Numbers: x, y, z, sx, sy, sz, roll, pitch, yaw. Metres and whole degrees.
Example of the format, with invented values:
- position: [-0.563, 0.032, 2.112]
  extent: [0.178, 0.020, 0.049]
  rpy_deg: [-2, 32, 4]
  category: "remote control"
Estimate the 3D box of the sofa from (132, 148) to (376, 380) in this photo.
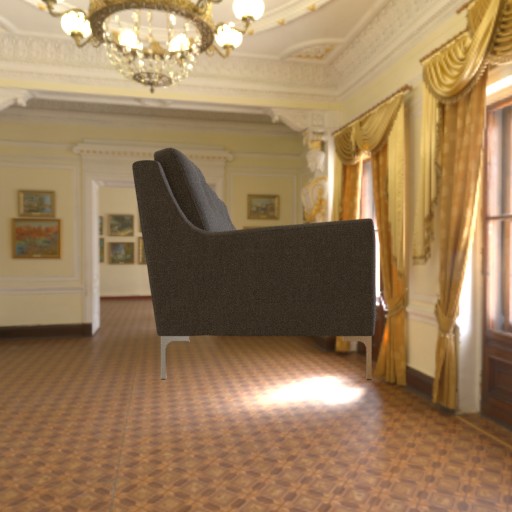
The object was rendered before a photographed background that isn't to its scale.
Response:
- position: [0.000, 0.000, 2.538]
  extent: [0.849, 0.837, 2.060]
  rpy_deg: [0, 1, 0]
  category: "sofa"
